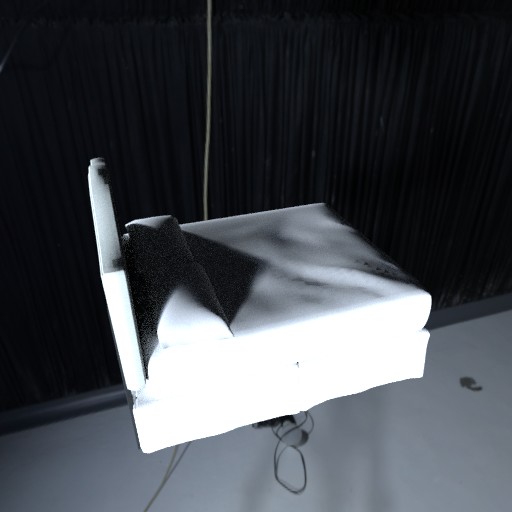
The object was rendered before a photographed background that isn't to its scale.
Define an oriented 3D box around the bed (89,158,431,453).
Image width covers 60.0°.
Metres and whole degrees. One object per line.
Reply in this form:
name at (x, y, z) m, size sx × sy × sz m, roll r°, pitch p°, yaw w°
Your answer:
bed at (0.000, 0.000, 3.406) m, size 2.180 × 1.607 × 1.813 m, roll -10°, pitch 33°, yaw -16°
